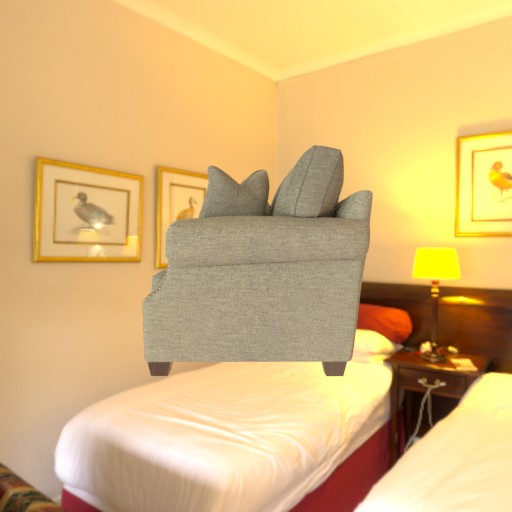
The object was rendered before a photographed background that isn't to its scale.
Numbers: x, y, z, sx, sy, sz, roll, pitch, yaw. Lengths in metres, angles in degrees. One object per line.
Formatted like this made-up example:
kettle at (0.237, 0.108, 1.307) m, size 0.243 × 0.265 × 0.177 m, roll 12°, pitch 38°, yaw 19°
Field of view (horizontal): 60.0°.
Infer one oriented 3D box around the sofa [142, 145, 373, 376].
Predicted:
sofa at (0.000, 0.000, 2.897) m, size 0.965 × 0.975 × 2.312 m, roll 0°, pitch 1°, yaw 0°
